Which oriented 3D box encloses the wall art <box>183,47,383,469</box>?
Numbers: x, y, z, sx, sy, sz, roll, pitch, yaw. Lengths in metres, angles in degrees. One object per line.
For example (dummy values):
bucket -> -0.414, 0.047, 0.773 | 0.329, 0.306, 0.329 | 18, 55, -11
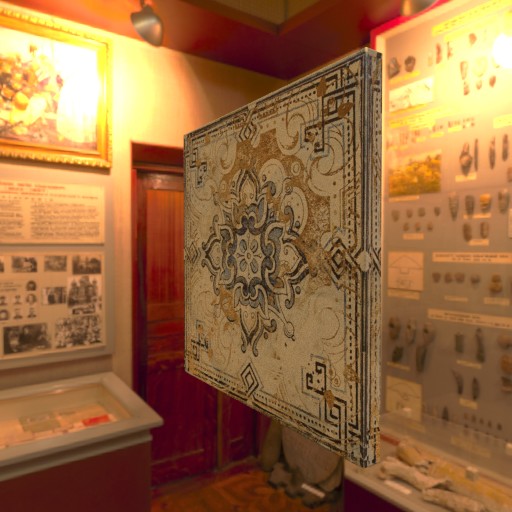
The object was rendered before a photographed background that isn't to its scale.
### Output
wall art -> 0.000, 0.000, 0.897 | 0.036, 0.607, 0.609 | -1, 2, -34
